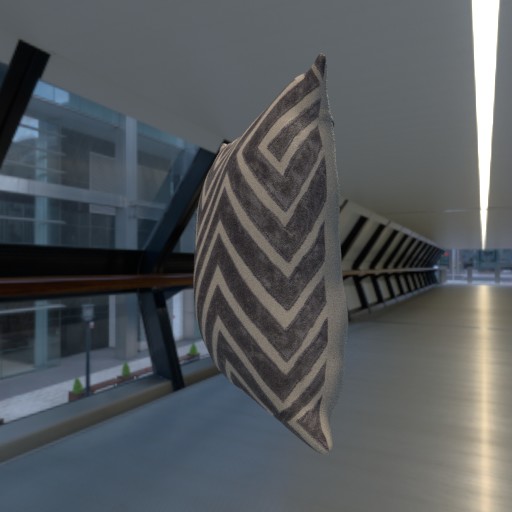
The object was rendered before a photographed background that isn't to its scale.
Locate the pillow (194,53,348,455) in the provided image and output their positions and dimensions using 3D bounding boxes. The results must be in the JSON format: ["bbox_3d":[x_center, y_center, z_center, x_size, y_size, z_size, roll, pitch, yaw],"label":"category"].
[{"bbox_3d":[0.000,0.000,0.672,0.182,0.441,0.440,0,0,-18],"label":"pillow"}]
